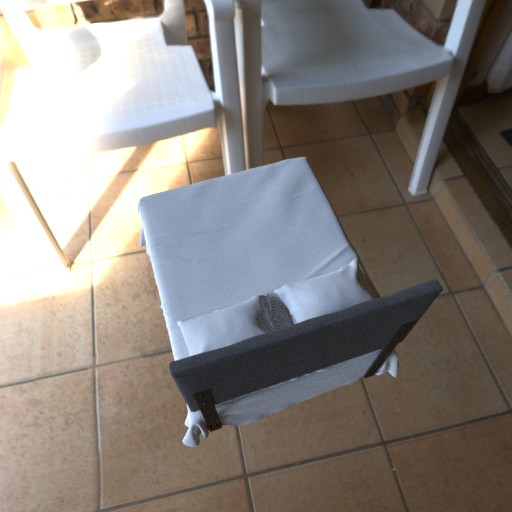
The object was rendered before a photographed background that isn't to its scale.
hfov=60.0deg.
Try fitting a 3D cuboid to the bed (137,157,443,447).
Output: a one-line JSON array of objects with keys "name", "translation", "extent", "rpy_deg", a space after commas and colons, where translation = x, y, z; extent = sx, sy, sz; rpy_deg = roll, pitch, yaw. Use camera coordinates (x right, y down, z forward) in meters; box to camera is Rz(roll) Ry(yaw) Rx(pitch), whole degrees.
[{"name": "bed", "translation": [0.000, 0.000, 3.611], "extent": [1.936, 1.577, 2.222], "rpy_deg": [-16, 60, -10]}]
